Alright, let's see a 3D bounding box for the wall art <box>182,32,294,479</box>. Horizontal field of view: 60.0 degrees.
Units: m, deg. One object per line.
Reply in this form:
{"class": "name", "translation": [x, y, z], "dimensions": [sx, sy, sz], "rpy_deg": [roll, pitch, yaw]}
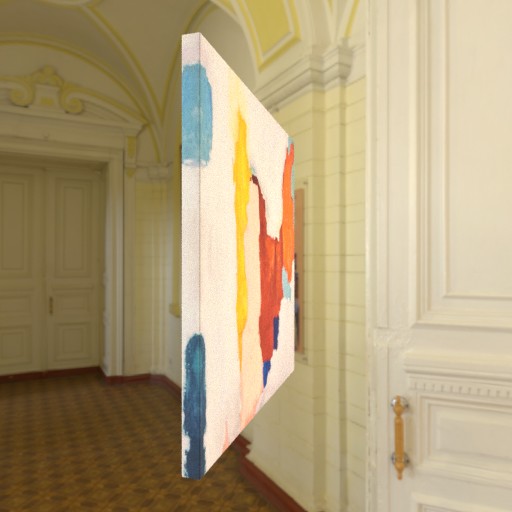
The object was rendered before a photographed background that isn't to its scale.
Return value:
{"class": "wall art", "translation": [0.000, 0.000, 1.198], "dimensions": [0.037, 0.814, 0.814], "rpy_deg": [0, 0, 17]}
